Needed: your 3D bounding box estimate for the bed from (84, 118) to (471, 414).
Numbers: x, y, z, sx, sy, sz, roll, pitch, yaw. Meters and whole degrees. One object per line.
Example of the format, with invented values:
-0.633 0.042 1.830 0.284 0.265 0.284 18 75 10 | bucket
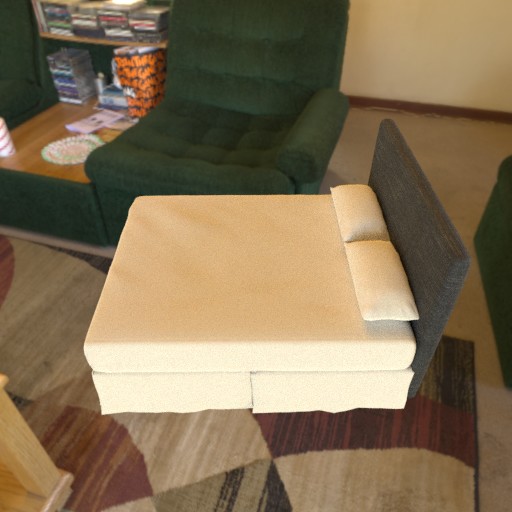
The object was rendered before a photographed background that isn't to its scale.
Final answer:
0.000 0.000 3.166 2.142 1.330 1.723 0 41 0 | bed
